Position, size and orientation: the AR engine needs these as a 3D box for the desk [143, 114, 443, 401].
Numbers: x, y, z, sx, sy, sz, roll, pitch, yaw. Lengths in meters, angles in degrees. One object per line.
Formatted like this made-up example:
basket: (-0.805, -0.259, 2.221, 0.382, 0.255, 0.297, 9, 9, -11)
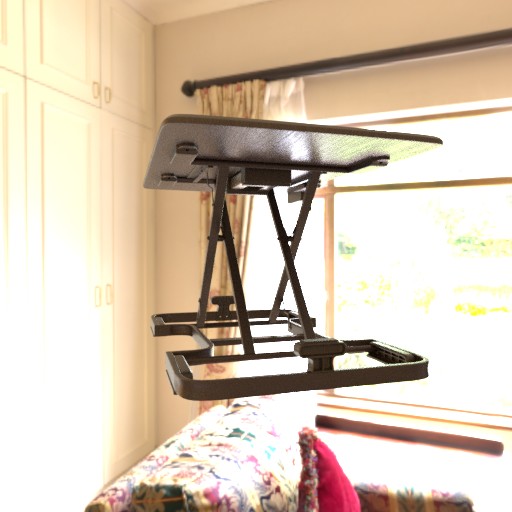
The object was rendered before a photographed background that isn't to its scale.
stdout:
desk: (0.000, 0.000, 1.162, 0.546, 0.470, 0.820, 0, 1, -17)
